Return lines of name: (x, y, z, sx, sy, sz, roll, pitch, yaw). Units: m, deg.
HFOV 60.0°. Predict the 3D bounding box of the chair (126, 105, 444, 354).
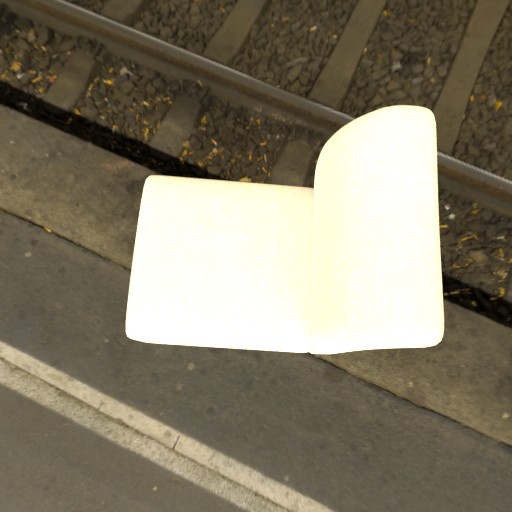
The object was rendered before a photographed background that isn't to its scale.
chair: (0.000, 0.000, 1.295, 0.754, 0.833, 0.521, 3, 76, 1)
